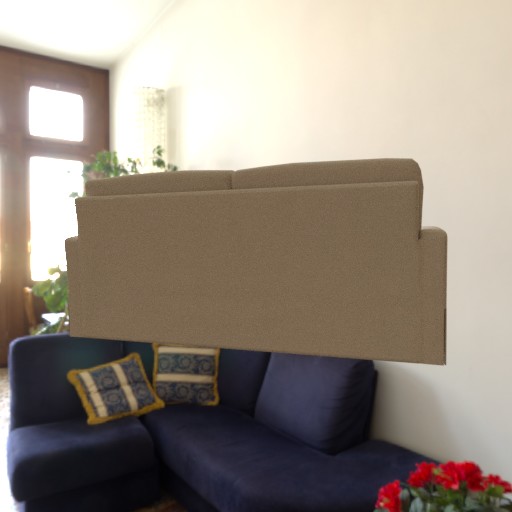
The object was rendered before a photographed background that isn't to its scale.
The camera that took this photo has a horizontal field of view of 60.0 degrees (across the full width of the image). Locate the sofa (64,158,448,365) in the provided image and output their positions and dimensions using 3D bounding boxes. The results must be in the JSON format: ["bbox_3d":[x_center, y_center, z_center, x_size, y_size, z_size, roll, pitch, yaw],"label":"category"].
[{"bbox_3d":[0.000,0.000,2.339,1.808,0.831,0.894,0,1,19],"label":"sofa"}]
